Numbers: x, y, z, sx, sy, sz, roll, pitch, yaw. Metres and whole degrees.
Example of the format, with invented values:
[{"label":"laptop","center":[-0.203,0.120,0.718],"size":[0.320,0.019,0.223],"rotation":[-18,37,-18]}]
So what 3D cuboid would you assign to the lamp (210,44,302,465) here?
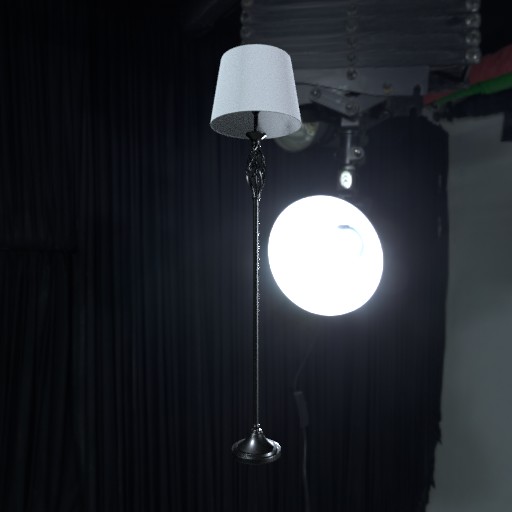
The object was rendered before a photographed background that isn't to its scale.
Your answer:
[{"label":"lamp","center":[0.000,0.000,1.834],"size":[0.379,1.623,0.379],"rotation":[0,-1,0]}]
